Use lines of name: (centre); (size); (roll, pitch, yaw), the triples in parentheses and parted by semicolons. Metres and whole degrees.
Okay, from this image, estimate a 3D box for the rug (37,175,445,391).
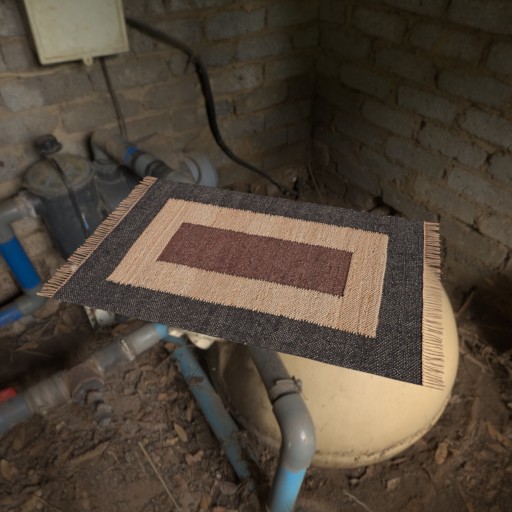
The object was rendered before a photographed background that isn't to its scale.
rug: (0.000, 0.000, 2.508); (2.021, 0.027, 1.224); (11, 42, 12)
